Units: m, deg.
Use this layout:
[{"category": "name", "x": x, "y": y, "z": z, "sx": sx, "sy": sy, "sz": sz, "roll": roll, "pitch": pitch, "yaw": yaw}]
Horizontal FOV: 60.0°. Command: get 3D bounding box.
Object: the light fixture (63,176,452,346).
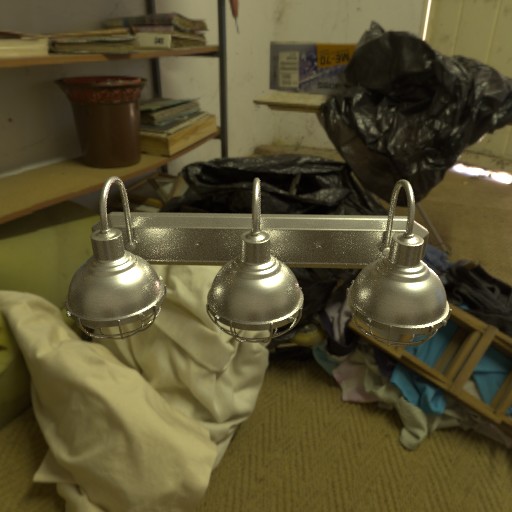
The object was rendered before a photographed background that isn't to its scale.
[{"category": "light fixture", "x": 0.000, "y": 0.000, "z": 0.745, "sx": 0.634, "sy": 0.254, "sz": 0.229, "roll": 1, "pitch": 28, "yaw": 2}]
